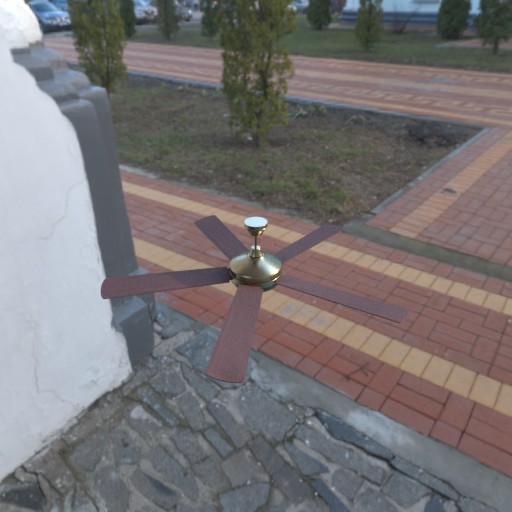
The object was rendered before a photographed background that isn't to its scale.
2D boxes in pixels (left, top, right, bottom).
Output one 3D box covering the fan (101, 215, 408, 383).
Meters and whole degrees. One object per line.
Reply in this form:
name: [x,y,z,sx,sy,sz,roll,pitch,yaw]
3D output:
fan: [0.000,0.000,2.066,1.321,0.356,1.321,-21,36,-31]
